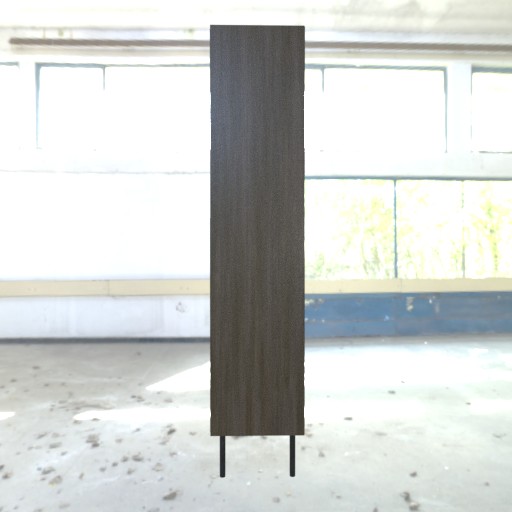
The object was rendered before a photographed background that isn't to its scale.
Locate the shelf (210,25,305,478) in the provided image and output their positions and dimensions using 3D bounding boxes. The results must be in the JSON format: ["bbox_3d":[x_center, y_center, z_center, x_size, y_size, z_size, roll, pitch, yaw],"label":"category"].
[{"bbox_3d":[0.000,0.000,1.819,0.323,1.545,0.670,0,0,-1],"label":"shelf"}]
